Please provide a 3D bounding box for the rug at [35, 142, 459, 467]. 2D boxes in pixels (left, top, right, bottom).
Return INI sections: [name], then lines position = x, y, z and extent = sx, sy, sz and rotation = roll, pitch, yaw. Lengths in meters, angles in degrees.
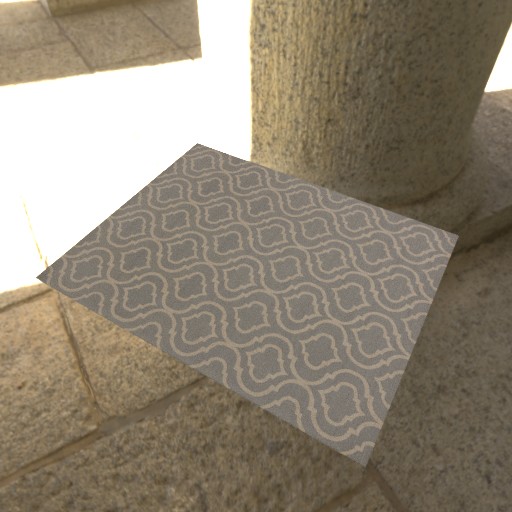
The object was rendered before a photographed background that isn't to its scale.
[rug]
position = 0.000, 0.000, 3.828
extent = 2.892, 0.006, 2.283
rotation = 24, 52, 20
